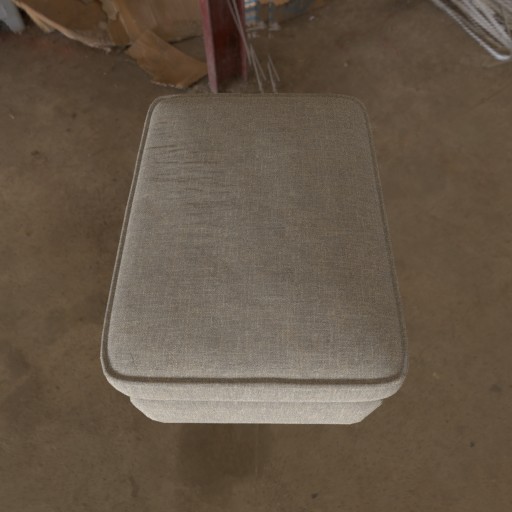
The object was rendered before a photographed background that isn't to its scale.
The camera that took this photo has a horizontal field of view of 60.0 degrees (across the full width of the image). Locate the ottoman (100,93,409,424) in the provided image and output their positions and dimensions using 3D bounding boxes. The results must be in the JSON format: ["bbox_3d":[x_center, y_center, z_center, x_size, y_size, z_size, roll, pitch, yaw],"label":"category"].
[{"bbox_3d":[0.000,0.000,1.105,0.559,0.457,0.762,0,59,0],"label":"ottoman"}]
